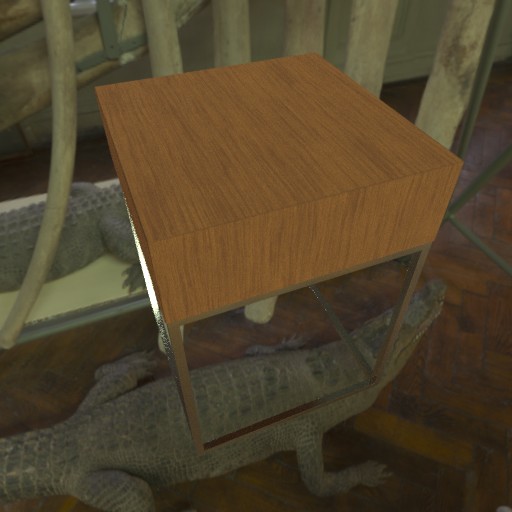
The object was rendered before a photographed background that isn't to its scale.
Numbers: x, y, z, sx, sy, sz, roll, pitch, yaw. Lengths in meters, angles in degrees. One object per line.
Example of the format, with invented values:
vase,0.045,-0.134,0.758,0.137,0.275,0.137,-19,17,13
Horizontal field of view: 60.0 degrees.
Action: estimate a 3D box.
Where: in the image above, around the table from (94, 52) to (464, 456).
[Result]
table,0.000,0.000,0.817,0.398,0.540,0.397,-16,46,-16
